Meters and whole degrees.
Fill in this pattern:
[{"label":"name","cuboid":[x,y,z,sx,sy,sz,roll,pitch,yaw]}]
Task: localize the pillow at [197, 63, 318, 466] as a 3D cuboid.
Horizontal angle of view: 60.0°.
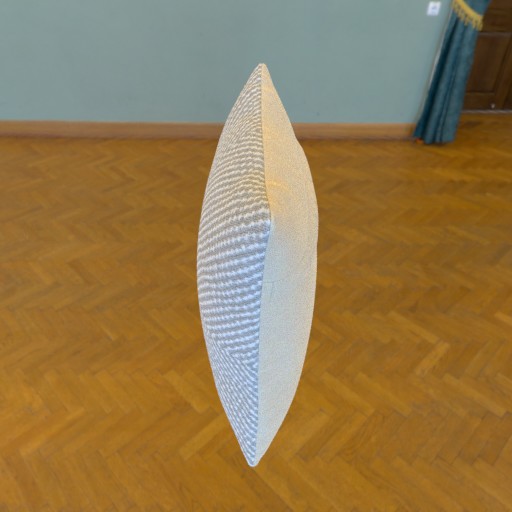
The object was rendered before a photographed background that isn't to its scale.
[{"label":"pillow","cuboid":[0.000,0.000,0.700,0.181,0.458,0.459,0,40,0]}]
